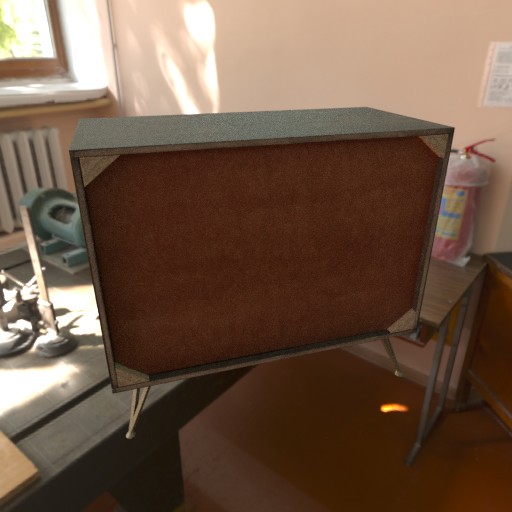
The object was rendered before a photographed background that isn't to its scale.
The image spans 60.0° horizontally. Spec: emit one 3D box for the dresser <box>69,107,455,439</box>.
[{"bbox_3d":[0.000,0.000,1.375,0.923,0.801,0.453,-8,26,-15],"label":"dresser"}]
